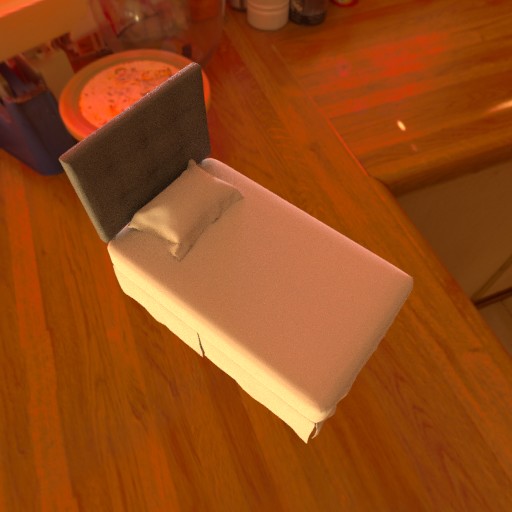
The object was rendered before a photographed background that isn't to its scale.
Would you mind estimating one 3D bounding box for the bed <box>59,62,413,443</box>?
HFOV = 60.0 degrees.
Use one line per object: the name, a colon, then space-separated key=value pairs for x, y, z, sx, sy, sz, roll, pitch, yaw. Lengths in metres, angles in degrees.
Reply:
bed: x=0.000 y=0.000 z=3.071 sx=1.997 sy=1.571 sz=1.261 roll=34 pitch=64 yaw=19
